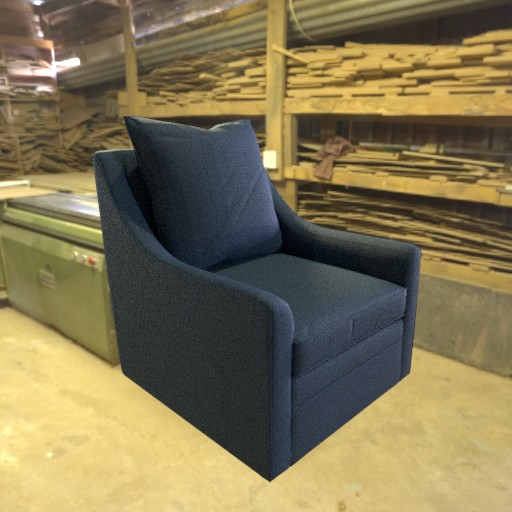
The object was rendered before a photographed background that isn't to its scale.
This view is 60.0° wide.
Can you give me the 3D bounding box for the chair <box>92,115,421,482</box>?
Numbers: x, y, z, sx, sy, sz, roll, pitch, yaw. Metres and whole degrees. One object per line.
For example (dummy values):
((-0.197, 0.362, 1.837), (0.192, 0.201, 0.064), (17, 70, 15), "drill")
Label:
((0.000, 0.000, 1.550), (0.750, 0.939, 0.870), (-15, 21, -43), "chair")
